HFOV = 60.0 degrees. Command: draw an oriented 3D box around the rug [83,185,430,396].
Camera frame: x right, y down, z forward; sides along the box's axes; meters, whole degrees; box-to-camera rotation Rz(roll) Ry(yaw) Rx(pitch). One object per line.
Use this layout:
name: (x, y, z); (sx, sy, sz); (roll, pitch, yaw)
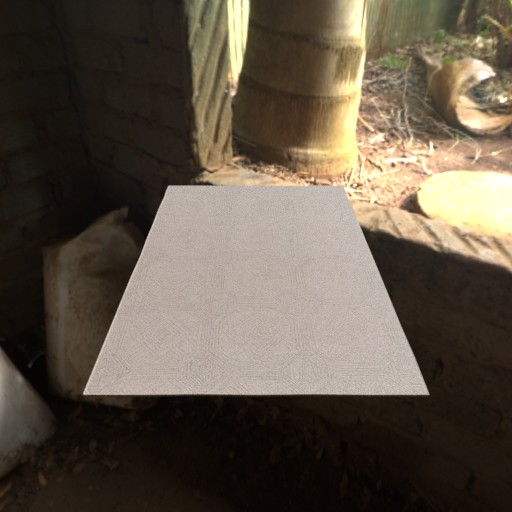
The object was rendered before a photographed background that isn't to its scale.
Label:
rug: (0.000, 0.000, 2.338); (1.236, 0.009, 1.839); (0, 32, 0)
